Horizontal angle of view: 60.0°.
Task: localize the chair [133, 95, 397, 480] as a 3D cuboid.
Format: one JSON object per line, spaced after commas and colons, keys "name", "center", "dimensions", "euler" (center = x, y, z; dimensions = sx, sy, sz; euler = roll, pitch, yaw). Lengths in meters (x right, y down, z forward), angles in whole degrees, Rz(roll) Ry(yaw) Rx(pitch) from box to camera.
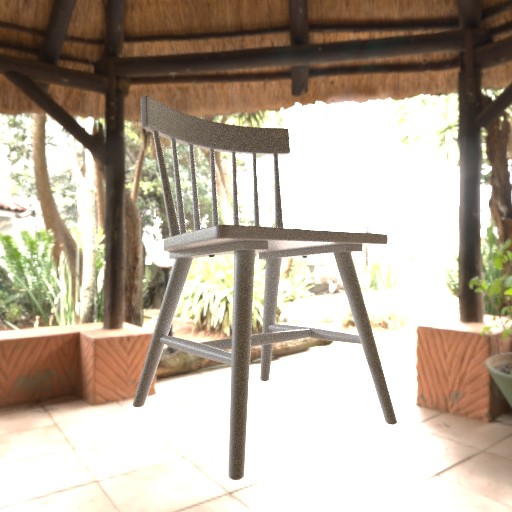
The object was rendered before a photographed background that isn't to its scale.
{"name": "chair", "center": [0.000, 0.000, 1.100], "dimensions": [0.483, 0.787, 0.500], "euler": [1, -1, -37]}
